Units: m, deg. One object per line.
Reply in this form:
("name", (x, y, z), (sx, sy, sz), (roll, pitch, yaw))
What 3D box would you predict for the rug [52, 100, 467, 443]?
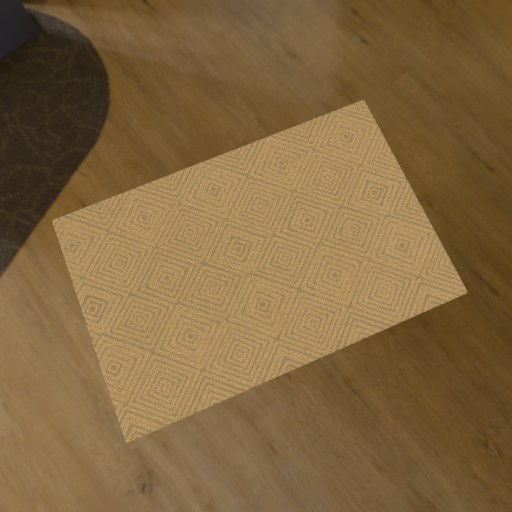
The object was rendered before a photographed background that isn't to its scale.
("rug", (0.000, 0.000, 2.199), (1.753, 0.008, 1.143), (-22, 78, -5))
